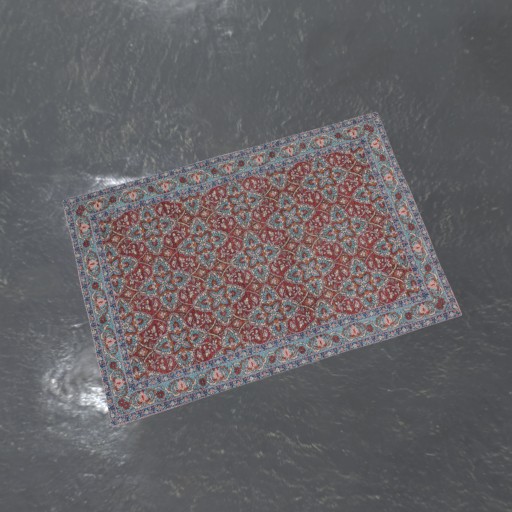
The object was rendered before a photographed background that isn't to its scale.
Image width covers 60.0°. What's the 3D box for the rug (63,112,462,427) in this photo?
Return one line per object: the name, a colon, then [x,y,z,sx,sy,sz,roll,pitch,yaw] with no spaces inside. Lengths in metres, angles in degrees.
rug: [0.000,0.000,2.335,1.829,0.009,1.219,-17,77,-4]
